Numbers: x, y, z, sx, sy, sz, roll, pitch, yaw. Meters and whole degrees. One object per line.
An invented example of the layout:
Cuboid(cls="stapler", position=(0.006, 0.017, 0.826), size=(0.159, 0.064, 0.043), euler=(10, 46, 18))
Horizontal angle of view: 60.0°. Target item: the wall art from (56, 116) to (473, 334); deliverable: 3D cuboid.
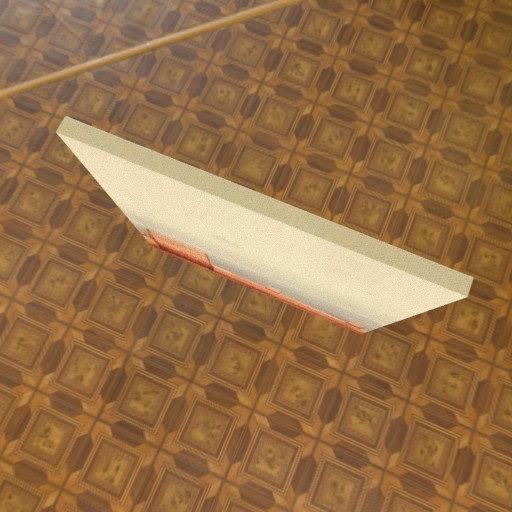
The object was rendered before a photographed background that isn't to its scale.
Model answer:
Cuboid(cls="wall art", position=(0.000, 0.000, 0.600), size=(0.405, 0.405, 0.023), euler=(22, 77, 6))
